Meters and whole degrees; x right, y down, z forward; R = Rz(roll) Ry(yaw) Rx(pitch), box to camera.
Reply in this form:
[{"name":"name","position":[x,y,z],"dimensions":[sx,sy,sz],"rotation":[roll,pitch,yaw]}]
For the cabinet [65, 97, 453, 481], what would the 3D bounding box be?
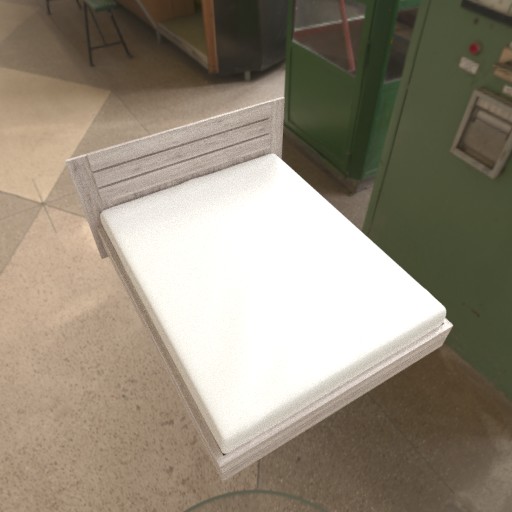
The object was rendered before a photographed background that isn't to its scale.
[{"name":"cabinet","position":[0.000,0.000,3.014],"dimensions":[1.750,0.970,2.080],"rotation":[-23,51,-21]}]
